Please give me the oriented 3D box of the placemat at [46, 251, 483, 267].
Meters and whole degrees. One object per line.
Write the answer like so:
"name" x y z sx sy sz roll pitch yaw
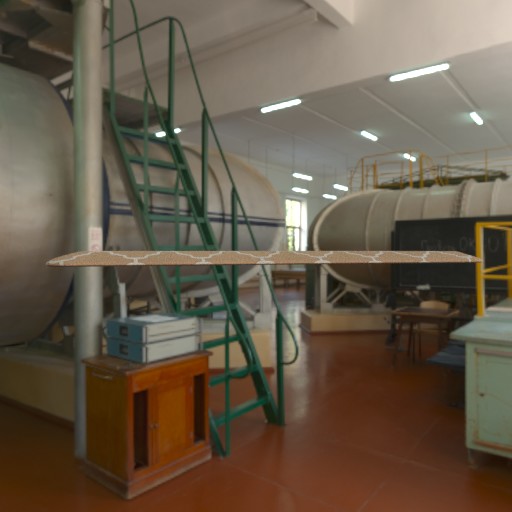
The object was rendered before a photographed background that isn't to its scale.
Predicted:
"placemat" 0.000 0.000 0.951 0.762 0.021 0.508 0 1 -17
